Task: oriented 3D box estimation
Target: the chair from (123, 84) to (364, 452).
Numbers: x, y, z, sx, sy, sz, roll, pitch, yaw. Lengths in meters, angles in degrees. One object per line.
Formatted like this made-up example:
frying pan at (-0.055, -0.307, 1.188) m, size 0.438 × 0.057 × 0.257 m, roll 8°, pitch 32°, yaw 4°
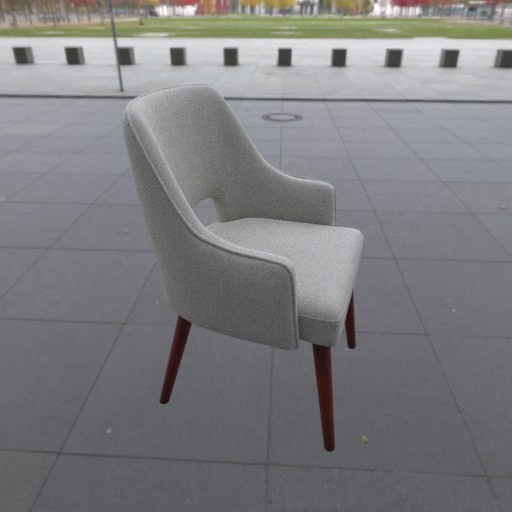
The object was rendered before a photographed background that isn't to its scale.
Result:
chair at (0.000, 0.000, 1.223) m, size 0.580 × 0.840 × 0.560 m, roll 9°, pitch 30°, yaw 16°
